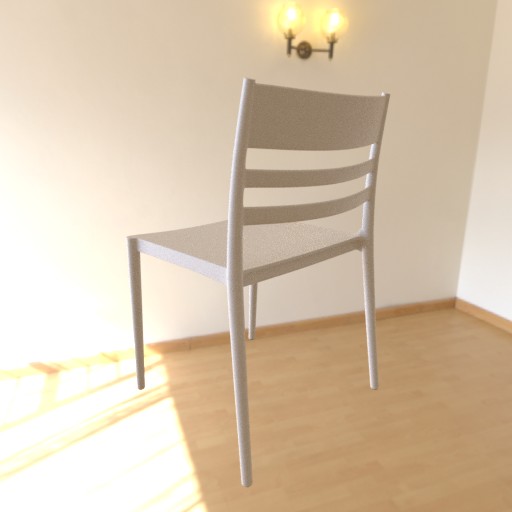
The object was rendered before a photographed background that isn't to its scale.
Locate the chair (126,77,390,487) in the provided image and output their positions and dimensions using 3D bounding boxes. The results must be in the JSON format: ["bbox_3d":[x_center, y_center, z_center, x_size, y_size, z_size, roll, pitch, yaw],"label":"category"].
[{"bbox_3d":[0.000,0.000,1.149,0.531,0.800,0.511,-15,22,-43],"label":"chair"}]
